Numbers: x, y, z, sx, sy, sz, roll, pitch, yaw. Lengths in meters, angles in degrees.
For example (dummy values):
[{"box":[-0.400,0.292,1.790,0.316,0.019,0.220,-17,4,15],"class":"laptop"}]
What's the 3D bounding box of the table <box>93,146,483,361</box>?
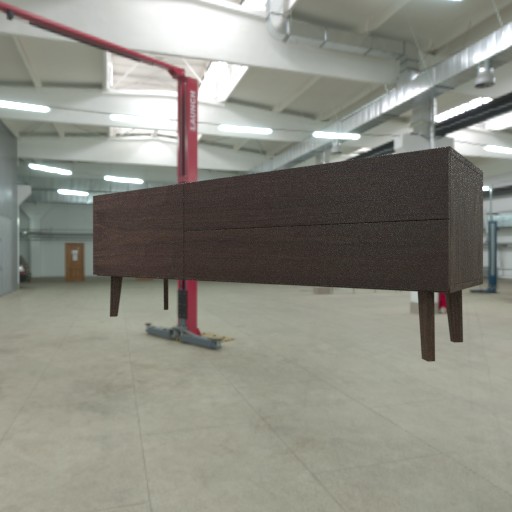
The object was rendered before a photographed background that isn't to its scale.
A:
[{"box":[0.000,0.000,1.585,1.397,0.508,0.405,0,0,37],"class":"table"}]
